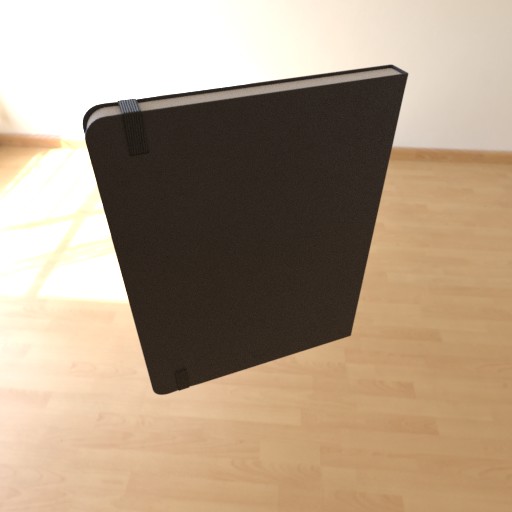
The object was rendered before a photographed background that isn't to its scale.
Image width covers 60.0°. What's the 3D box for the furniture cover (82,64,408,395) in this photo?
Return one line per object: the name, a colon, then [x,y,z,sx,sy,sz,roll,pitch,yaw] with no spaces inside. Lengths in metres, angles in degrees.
furniture cover: [0.000,0.000,0.372,0.216,0.281,0.023,-14,43,-16]
